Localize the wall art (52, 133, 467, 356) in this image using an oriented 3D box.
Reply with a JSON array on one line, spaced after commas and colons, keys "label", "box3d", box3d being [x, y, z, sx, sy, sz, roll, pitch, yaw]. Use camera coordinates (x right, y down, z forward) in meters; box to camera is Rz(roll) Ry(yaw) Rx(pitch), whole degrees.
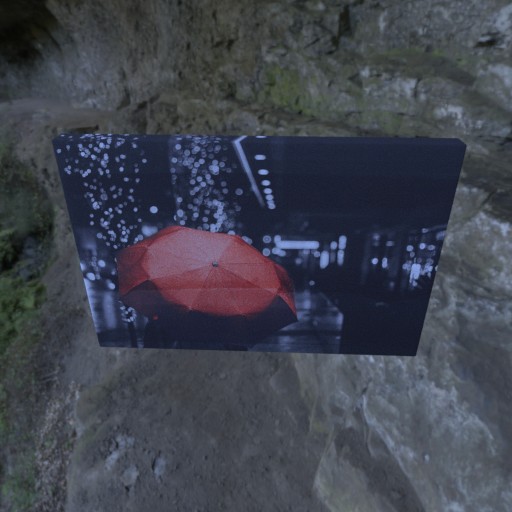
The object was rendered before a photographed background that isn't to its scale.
[{"label": "wall art", "box3d": [0.000, 0.000, 0.765, 0.609, 0.406, 0.037, 1, 30, 2]}]
